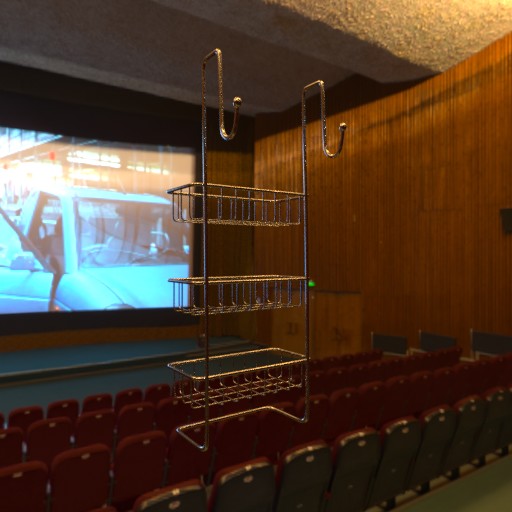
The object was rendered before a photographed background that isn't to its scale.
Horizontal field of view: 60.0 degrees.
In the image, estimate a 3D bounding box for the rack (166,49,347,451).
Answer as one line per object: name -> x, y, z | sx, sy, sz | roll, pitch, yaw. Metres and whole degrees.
rack -> 0.000, 0.000, 0.705 | 0.228, 0.574, 0.202 | 0, 0, -35
